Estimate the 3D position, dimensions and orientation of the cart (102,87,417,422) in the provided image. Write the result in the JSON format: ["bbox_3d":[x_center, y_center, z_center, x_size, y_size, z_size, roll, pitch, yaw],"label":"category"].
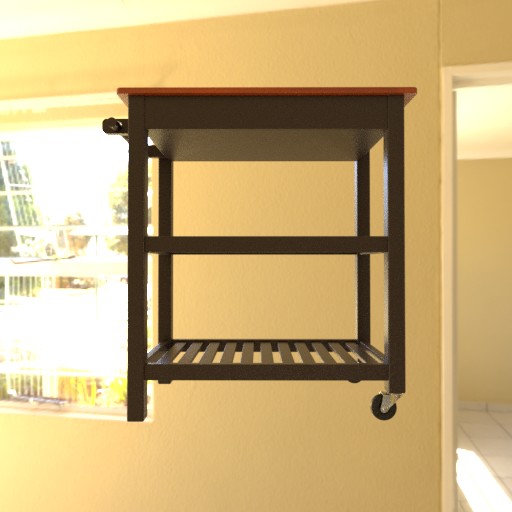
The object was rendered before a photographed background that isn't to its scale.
[{"bbox_3d":[0.000,0.000,1.446,0.899,0.927,0.457,0,-1,0],"label":"cart"}]
